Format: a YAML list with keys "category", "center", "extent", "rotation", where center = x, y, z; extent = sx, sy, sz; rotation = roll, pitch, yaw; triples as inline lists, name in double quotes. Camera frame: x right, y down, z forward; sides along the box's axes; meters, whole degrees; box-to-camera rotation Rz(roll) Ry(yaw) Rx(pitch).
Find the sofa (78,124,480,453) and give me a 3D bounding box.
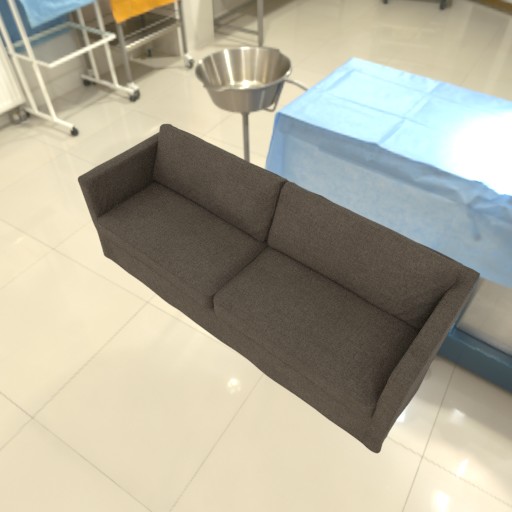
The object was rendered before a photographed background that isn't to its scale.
- category: "sofa"
  center: [0.000, 0.000, 3.284]
  extent: [2.779, 0.998, 1.036]
  rotation: [31, 54, 26]
